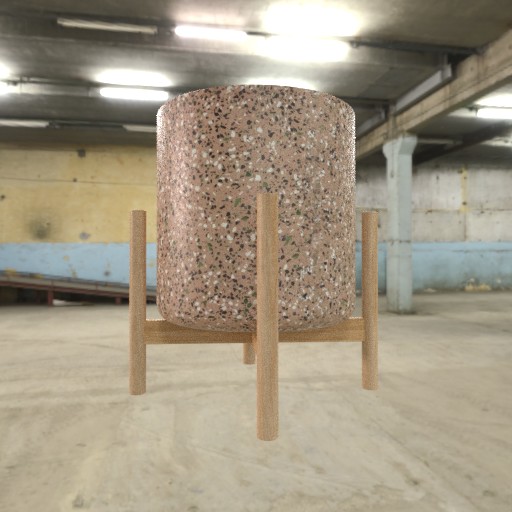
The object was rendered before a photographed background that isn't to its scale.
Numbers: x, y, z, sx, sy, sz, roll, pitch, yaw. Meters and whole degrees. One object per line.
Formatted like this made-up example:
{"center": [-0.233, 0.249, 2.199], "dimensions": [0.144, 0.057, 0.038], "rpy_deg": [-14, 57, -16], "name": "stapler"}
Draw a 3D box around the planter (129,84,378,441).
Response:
{"center": [0.000, 0.000, 0.693], "dimensions": [0.360, 0.419, 0.360], "rpy_deg": [0, 0, 18], "name": "planter"}
